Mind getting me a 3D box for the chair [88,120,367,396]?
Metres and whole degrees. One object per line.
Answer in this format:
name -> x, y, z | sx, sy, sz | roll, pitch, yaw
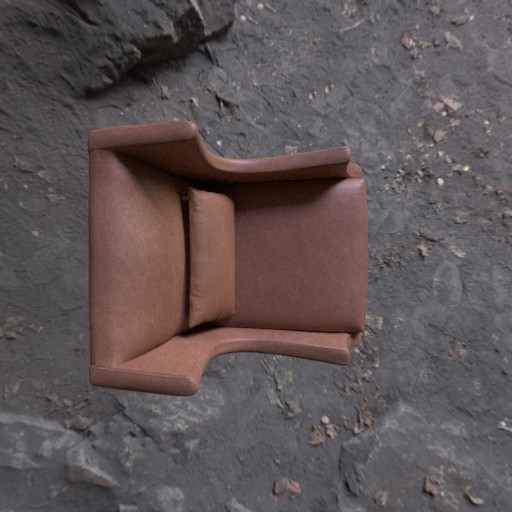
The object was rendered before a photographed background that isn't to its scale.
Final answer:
chair -> 0.000, 0.000, 1.712 | 0.913, 1.088, 0.815 | 0, 91, 1
